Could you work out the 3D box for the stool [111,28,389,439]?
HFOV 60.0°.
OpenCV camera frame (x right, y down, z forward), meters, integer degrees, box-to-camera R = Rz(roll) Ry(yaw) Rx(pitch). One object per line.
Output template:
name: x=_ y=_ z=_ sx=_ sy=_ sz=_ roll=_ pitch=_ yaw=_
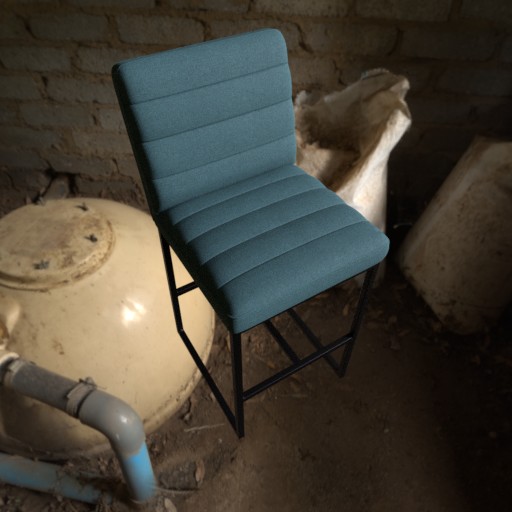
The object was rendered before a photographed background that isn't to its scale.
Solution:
stool: x=0.000 y=0.000 z=1.293 sx=0.460 sy=1.040 sz=0.560 roll=-24 pitch=51 yaw=-21
